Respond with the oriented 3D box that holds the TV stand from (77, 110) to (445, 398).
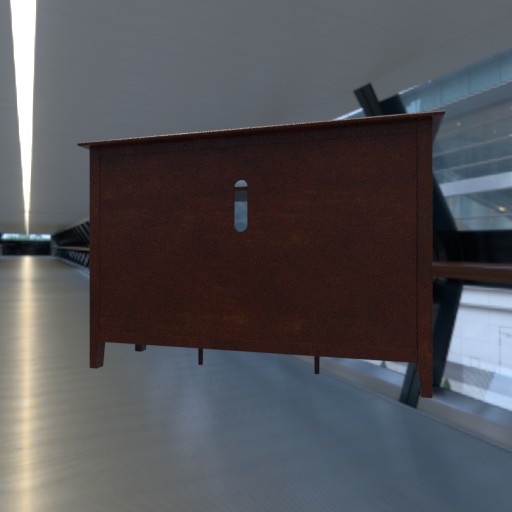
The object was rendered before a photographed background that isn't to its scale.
[{"bbox_3d":[0.000,0.000,1.796,1.372,0.915,0.445,0,0,17],"label":"TV stand"}]
